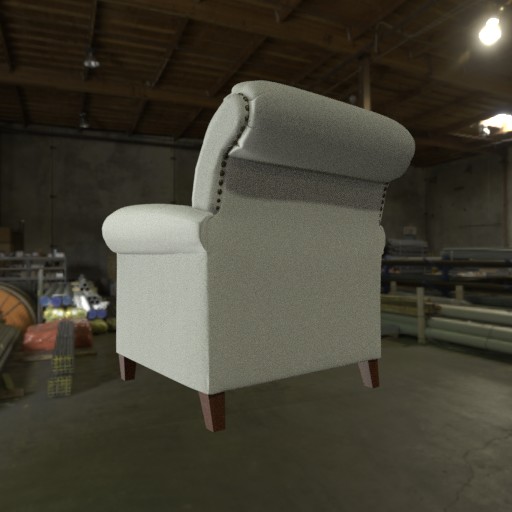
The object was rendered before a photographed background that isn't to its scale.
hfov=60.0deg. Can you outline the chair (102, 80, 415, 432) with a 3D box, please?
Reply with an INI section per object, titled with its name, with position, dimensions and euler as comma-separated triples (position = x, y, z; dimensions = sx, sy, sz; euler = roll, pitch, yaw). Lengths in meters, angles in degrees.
[chair]
position = 0.000, 0.000, 1.585
dimensions = 0.854, 0.927, 0.890
euler = 0, 0, -37
